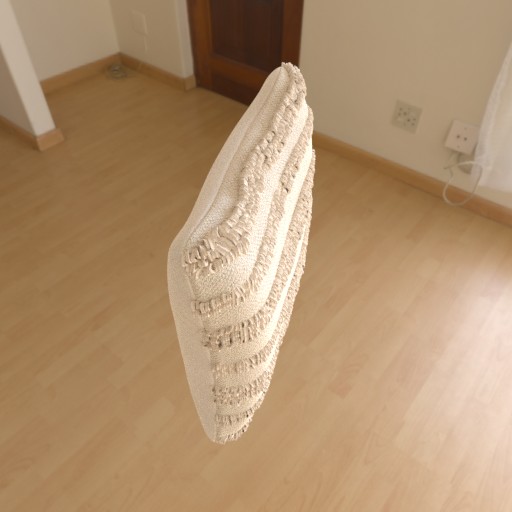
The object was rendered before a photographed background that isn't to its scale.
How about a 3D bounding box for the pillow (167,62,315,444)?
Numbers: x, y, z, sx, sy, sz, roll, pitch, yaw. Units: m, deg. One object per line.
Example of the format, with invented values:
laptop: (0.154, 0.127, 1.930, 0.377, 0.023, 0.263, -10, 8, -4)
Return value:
pillow: (0.000, 0.000, 0.671, 0.145, 0.427, 0.437, 11, 47, 10)
